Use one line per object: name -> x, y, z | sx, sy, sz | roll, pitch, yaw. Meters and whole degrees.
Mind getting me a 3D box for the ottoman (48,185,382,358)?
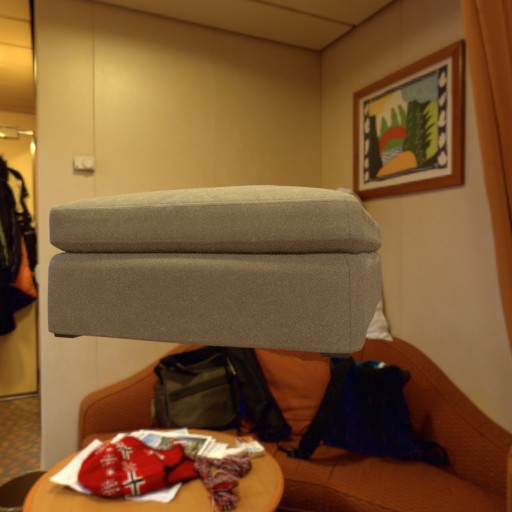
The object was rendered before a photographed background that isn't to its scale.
ottoman -> 0.000, 0.000, 1.607 | 0.840, 0.429, 1.199 | 0, 1, 18
